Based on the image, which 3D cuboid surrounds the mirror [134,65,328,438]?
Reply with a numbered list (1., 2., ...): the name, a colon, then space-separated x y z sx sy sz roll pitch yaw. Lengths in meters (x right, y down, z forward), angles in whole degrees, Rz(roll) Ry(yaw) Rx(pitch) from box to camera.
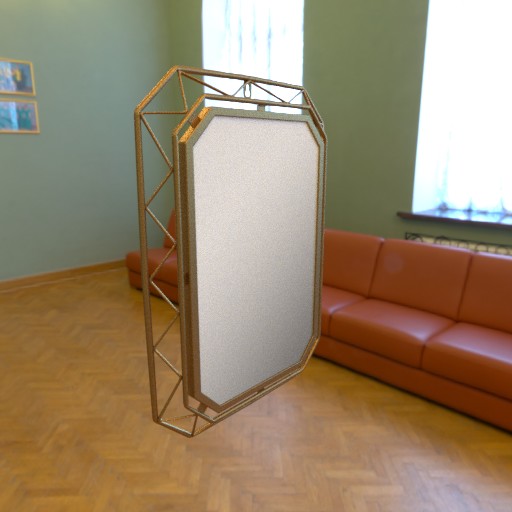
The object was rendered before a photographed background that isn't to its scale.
1. mirror: 0.000 0.000 0.736 0.042 0.566 0.417 12 18 42
